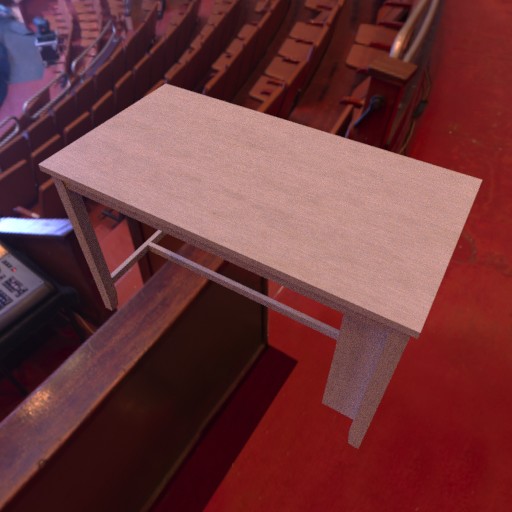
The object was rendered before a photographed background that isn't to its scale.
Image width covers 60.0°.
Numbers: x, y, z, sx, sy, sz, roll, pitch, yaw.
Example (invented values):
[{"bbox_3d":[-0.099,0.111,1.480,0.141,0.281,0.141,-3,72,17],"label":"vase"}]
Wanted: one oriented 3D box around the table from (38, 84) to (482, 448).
[{"bbox_3d":[0.000,0.000,1.890,1.397,0.874,0.729,24,51,20],"label":"table"}]
